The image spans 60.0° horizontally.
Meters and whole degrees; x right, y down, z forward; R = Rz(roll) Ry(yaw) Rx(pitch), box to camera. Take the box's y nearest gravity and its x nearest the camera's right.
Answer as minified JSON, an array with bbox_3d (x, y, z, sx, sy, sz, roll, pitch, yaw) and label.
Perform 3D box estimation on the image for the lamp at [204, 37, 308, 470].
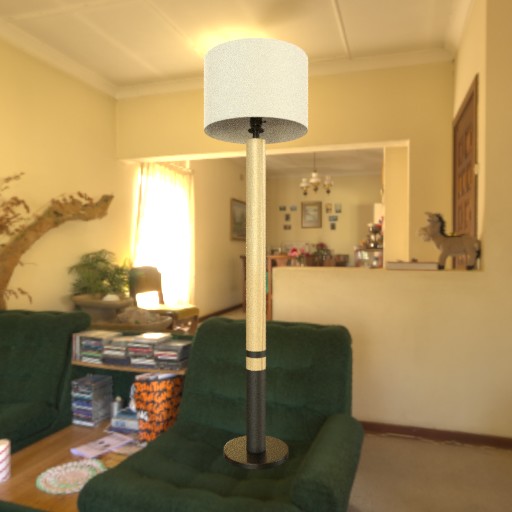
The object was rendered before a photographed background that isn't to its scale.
[{"bbox_3d":[0.000,0.000,1.645,0.381,1.478,0.381,0,1,1],"label":"lamp"}]
